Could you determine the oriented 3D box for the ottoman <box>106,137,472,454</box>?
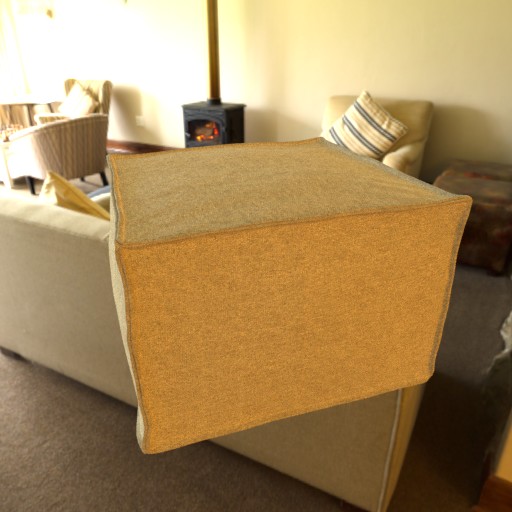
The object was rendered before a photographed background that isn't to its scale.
[{"bbox_3d":[0.000,0.000,1.133,0.707,0.470,0.696,-8,27,-17],"label":"ottoman"}]
